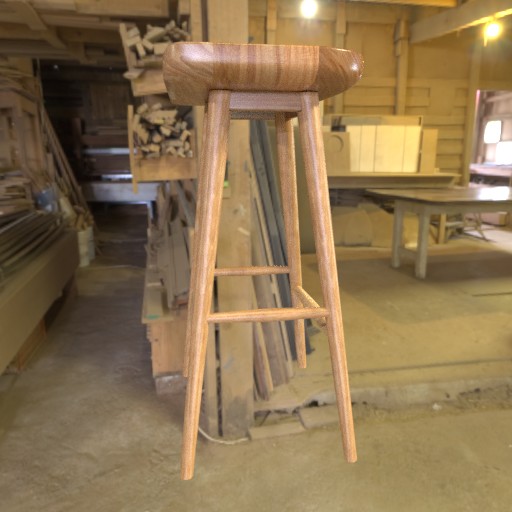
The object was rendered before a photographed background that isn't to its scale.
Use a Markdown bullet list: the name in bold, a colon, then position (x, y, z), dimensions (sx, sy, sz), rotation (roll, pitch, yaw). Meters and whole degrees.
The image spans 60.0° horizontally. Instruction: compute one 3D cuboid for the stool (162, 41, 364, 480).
- **stool**: position (0.000, 0.000, 0.890), dimensions (0.322, 0.698, 0.407), rotation (-2, 13, -8)
